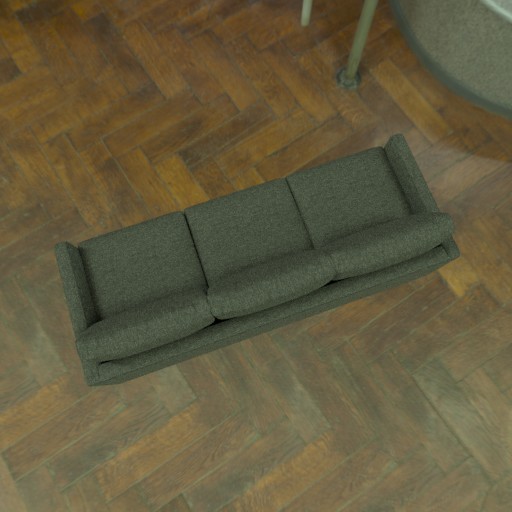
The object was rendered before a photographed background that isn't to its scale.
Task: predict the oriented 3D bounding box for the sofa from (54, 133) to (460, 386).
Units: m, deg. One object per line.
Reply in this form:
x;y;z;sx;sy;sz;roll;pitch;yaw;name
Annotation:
0.000;0.000;2.749;2.253;0.879;0.876;-19;76;-5;sofa
